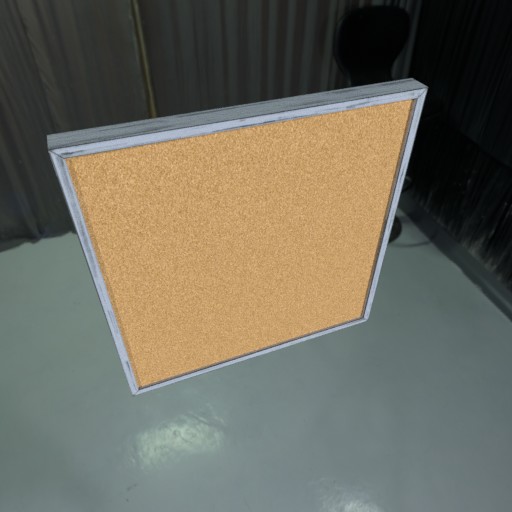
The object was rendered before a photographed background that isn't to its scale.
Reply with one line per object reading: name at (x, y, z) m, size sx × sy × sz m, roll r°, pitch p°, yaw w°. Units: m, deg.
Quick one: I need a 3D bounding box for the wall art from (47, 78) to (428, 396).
wall art at (0.000, 0.000, 0.737) m, size 0.506 × 0.506 × 0.038 m, roll -14°, pitch 44°, yaw -16°
